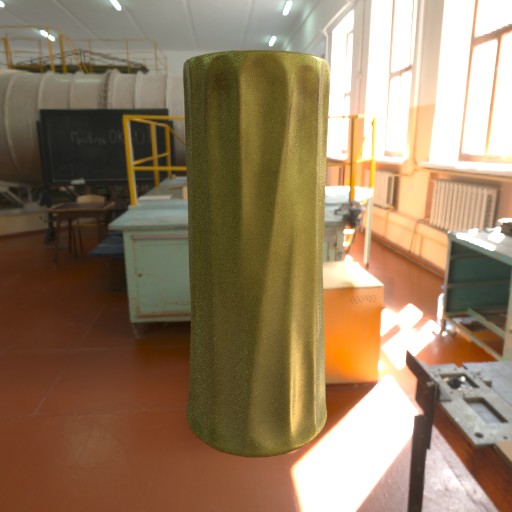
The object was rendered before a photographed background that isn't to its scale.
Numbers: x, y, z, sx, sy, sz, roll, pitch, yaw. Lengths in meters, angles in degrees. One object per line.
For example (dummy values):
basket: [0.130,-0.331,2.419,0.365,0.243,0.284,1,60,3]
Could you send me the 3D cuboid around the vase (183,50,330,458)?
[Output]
vase: [0.000,0.000,0.177,0.061,0.143,0.061,0,14,0]
